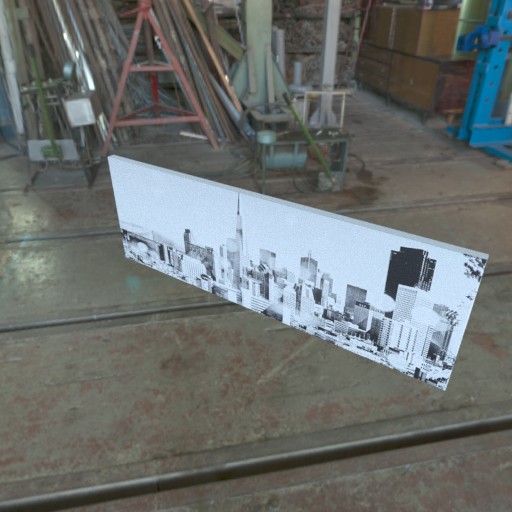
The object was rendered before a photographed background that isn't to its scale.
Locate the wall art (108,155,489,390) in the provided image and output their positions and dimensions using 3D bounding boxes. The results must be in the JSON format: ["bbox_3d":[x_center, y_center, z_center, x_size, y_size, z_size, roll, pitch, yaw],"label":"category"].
[{"bbox_3d":[0.000,0.000,1.700,1.520,0.507,0.039,19,36,28],"label":"wall art"}]
